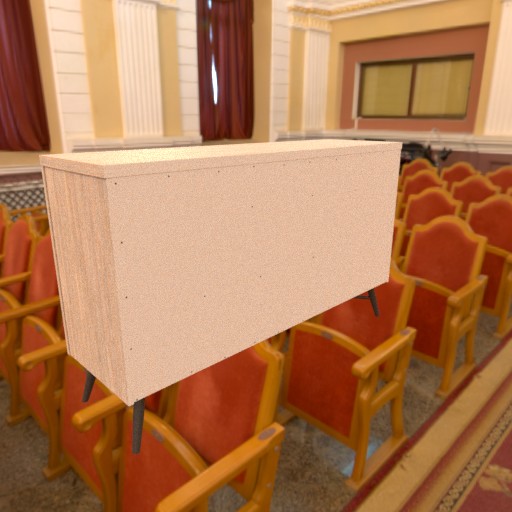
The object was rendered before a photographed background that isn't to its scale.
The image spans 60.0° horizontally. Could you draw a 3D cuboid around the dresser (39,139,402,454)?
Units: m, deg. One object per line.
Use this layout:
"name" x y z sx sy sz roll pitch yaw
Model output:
"dresser" 0.000 0.000 1.916 1.524 0.914 0.457 -16 24 -42
